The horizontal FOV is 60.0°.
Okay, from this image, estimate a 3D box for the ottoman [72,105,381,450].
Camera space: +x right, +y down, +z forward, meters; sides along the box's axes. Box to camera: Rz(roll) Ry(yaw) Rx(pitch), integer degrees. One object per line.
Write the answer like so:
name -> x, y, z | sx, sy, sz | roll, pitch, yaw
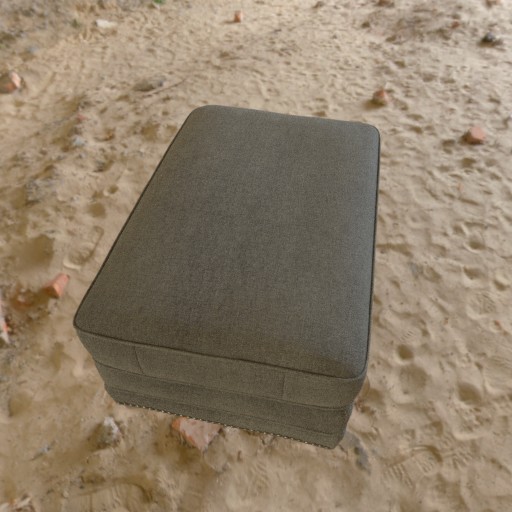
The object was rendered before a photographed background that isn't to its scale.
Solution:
ottoman -> 0.000, 0.000, 1.147 | 0.561, 0.457, 0.813 | 9, 48, 8
